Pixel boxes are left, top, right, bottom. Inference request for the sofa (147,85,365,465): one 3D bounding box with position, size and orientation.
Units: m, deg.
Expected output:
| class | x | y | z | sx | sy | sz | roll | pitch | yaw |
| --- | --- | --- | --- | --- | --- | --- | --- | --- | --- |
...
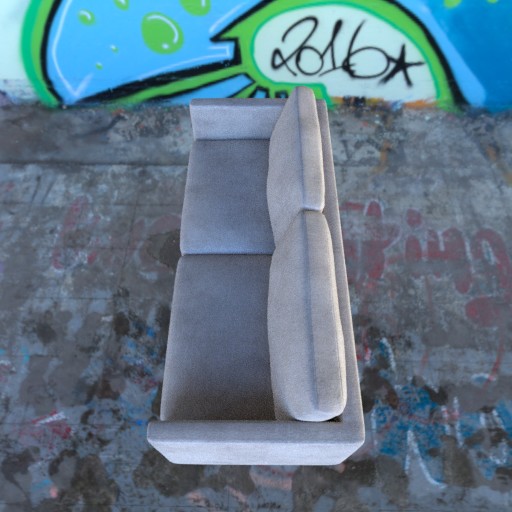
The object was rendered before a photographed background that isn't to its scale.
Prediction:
| class | x | y | z | sx | sy | sz | roll | pitch | yaw |
| --- | --- | --- | --- | --- | --- | --- | --- | --- | --- |
| sofa | 0.000 | 0.000 | 2.651 | 0.951 | 0.965 | 2.208 | 0 | 58 | 0 |
